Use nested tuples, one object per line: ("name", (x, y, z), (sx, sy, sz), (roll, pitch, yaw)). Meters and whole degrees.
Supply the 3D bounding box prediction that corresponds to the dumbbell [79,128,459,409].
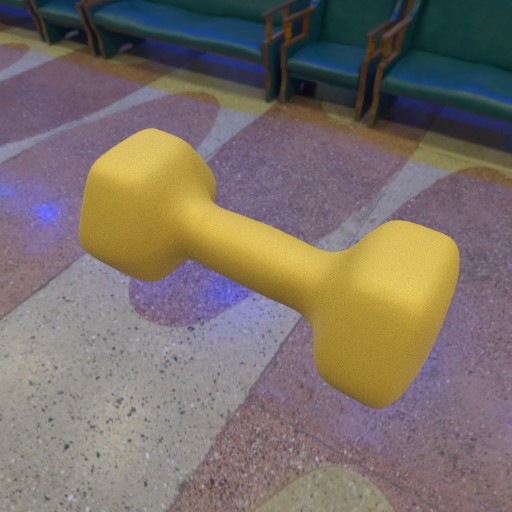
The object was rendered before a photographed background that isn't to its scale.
("dumbbell", (0.000, 0.000, 0.233), (0.190, 0.082, 0.090), (25, 51, 22))
